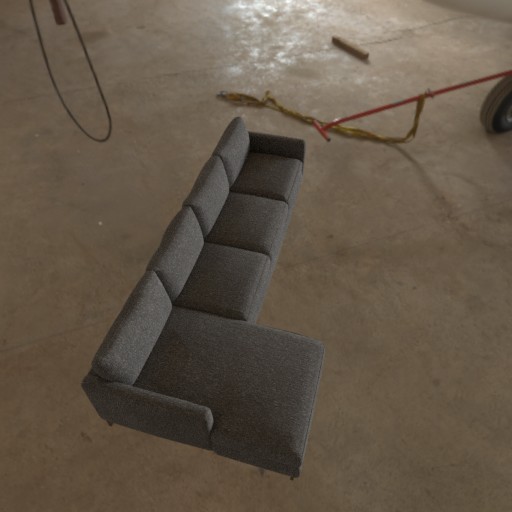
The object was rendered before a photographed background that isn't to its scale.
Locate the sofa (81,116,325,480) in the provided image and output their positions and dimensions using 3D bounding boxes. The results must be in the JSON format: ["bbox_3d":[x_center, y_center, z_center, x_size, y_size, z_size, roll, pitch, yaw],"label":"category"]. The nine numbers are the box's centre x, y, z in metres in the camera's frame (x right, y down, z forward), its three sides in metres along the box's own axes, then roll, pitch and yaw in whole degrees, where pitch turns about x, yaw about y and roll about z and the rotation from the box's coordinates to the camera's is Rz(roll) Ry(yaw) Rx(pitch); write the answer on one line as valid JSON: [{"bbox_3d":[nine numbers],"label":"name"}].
[{"bbox_3d":[0.000,0.000,3.532,1.350,0.810,2.932,11,48,10],"label":"sofa"}]
